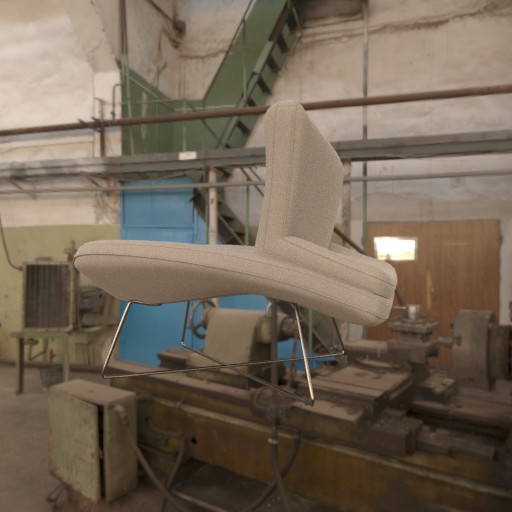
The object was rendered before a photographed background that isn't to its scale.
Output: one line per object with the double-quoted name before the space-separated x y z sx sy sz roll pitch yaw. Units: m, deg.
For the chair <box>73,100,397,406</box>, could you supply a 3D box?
"chair" 0.000 0.000 1.664 1.008 0.855 0.859 0 0 18
